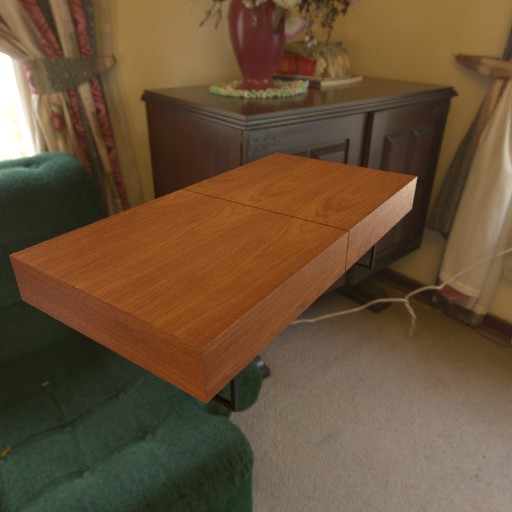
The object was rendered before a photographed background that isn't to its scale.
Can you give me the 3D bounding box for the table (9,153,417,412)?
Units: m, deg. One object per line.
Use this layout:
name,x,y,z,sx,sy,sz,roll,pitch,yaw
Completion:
table,0.000,0.000,1.419,0.610,0.330,1.194,18,32,31
